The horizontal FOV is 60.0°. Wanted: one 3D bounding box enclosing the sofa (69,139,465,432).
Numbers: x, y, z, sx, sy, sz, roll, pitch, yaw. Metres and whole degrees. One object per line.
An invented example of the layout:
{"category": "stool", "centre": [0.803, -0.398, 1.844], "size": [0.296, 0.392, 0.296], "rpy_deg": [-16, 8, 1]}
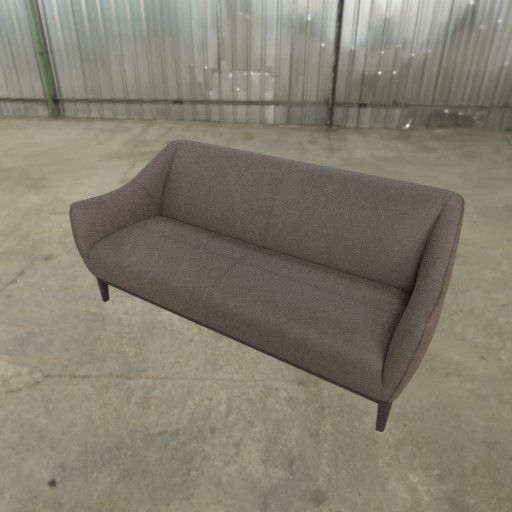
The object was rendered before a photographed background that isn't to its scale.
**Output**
{"category": "sofa", "centre": [0.000, 0.000, 2.349], "size": [1.928, 0.831, 0.869], "rpy_deg": [18, 34, 28]}
